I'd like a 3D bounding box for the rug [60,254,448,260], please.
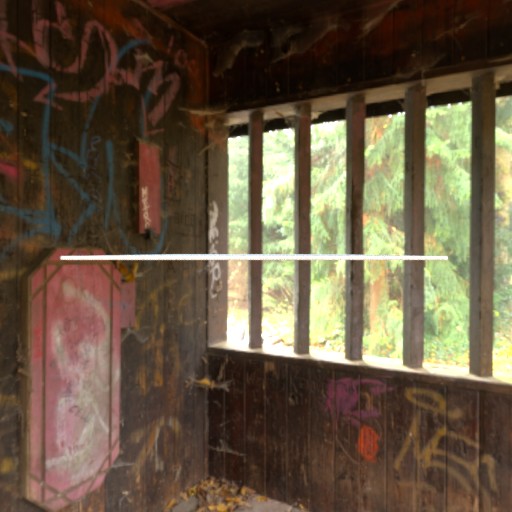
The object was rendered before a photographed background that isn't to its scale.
[{"bbox_3d":[0.000,0.000,2.290,1.210,0.012,1.829,0,0,1],"label":"rug"}]
